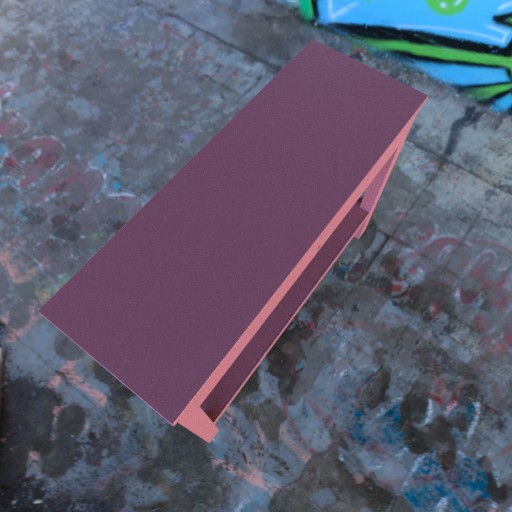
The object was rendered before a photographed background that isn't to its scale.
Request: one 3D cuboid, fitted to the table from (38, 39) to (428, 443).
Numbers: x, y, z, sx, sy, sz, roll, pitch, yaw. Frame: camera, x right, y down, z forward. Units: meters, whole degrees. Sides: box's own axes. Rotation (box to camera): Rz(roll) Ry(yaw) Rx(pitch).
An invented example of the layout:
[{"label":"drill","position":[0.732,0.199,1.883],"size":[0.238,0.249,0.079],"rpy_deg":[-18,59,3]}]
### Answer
[{"label":"table","position":[0.000,0.000,1.427],"size":[0.397,0.753,1.068],"rpy_deg":[34,68,15]}]
